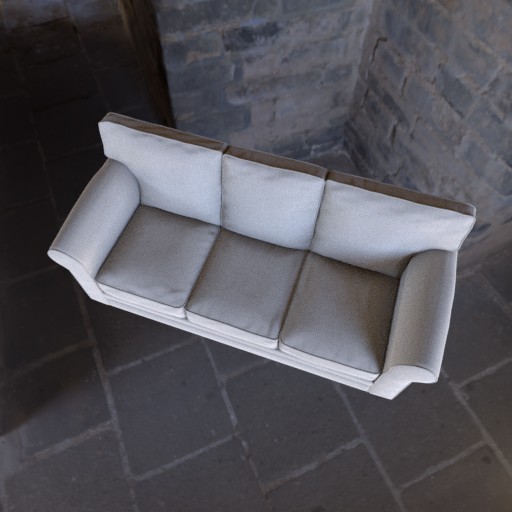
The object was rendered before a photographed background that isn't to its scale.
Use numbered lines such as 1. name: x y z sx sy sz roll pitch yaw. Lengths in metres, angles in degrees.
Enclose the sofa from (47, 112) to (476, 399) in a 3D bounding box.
1. sofa: 0.000 0.000 2.523 2.084 0.961 0.916 17 61 10
